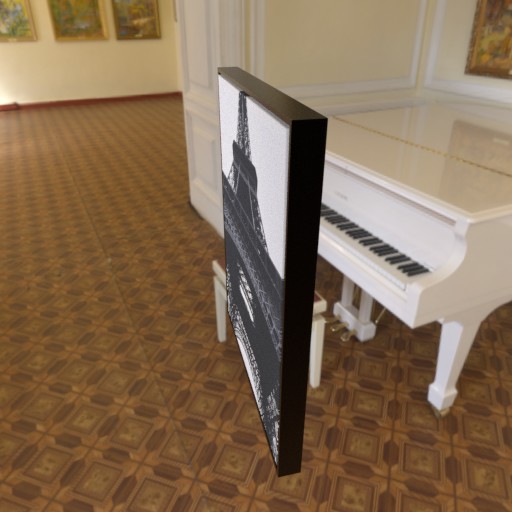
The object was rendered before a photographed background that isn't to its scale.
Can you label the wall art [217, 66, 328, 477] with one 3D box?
[{"bbox_3d":[0.000,0.000,0.761,0.039,0.553,0.451,-7,30,-12],"label":"wall art"}]
